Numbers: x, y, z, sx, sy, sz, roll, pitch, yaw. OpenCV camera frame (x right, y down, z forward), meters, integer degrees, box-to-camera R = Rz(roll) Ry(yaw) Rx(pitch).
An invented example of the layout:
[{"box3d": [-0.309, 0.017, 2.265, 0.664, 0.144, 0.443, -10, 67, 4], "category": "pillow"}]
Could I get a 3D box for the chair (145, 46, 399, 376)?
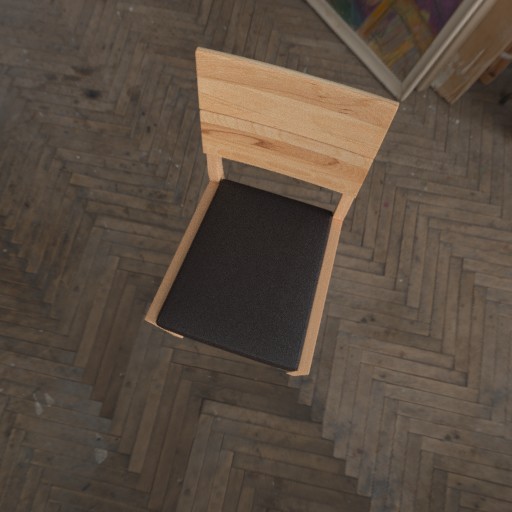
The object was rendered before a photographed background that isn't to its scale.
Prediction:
[{"box3d": [0.000, 0.000, 1.280, 0.475, 0.950, 0.560, 18, 75, 5], "category": "chair"}]
